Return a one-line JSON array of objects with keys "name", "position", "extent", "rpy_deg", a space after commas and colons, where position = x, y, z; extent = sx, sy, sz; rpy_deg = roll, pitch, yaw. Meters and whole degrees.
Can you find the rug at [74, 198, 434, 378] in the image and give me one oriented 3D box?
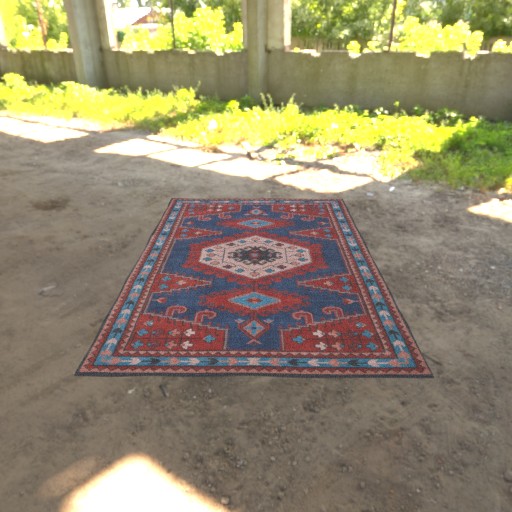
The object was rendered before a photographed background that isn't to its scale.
[{"name": "rug", "position": [0.000, 0.000, 2.289], "extent": [1.207, 0.012, 1.820], "rpy_deg": [0, 26, 0]}]
